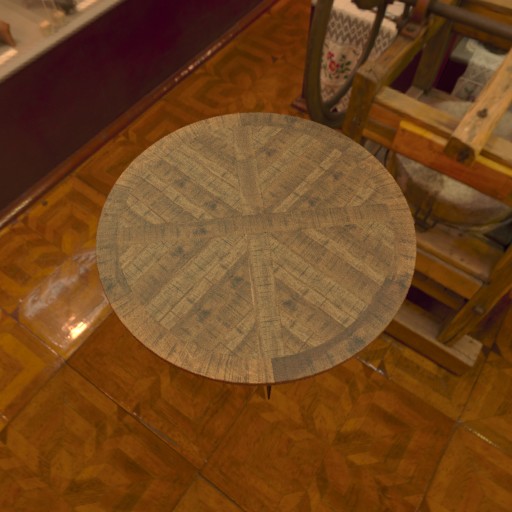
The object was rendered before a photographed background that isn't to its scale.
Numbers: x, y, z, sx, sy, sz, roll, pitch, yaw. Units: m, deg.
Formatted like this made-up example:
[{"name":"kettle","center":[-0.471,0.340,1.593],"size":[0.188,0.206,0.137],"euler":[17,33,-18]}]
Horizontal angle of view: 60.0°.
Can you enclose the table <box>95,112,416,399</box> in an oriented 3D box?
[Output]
[{"name":"table","center":[0.000,0.000,1.994],"size":[1.264,0.516,1.264],"euler":[0,60,0]}]
